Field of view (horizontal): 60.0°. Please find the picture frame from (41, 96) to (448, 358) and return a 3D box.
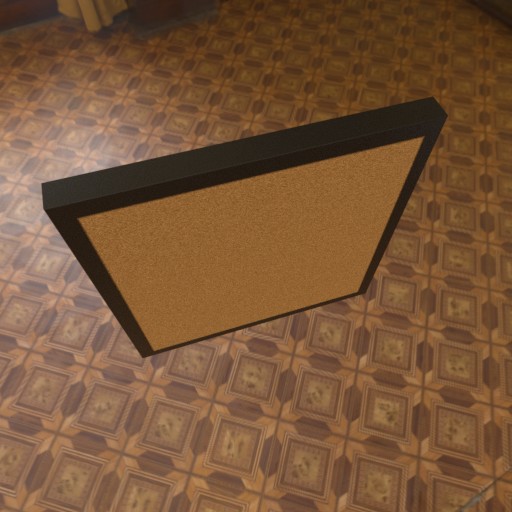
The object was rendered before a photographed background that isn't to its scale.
[{"bbox_3d":[0.000,0.000,0.529,0.355,0.353,0.029,-15,60,-9],"label":"picture frame"}]
